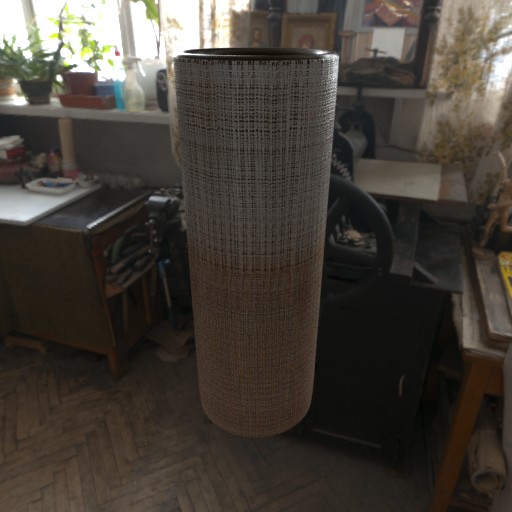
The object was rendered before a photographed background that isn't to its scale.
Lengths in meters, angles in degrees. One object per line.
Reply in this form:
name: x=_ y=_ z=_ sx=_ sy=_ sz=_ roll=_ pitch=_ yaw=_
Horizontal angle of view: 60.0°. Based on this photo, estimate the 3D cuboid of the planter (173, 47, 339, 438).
planter: x=0.000 y=0.000 z=0.330 sx=0.099 sy=0.278 sz=0.099 roll=-10 pitch=29 yaw=-18
